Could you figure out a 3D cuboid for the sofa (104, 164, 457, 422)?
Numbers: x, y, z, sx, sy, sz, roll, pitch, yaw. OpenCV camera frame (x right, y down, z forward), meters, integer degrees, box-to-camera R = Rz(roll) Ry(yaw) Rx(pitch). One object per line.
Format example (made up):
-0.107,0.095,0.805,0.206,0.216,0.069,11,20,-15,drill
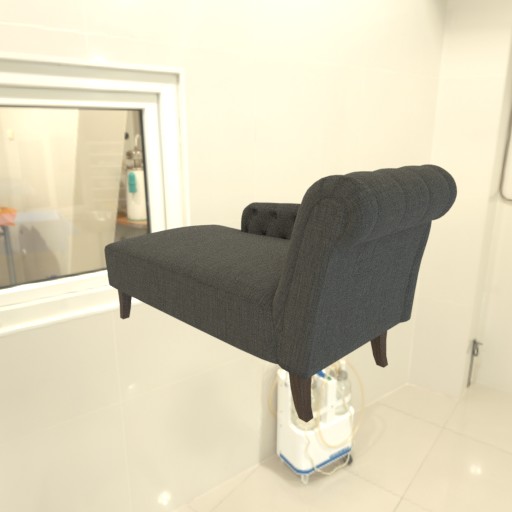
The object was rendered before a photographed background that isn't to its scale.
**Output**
0.000,0.000,1.843,0.675,0.787,1.379,-15,22,-43,sofa
